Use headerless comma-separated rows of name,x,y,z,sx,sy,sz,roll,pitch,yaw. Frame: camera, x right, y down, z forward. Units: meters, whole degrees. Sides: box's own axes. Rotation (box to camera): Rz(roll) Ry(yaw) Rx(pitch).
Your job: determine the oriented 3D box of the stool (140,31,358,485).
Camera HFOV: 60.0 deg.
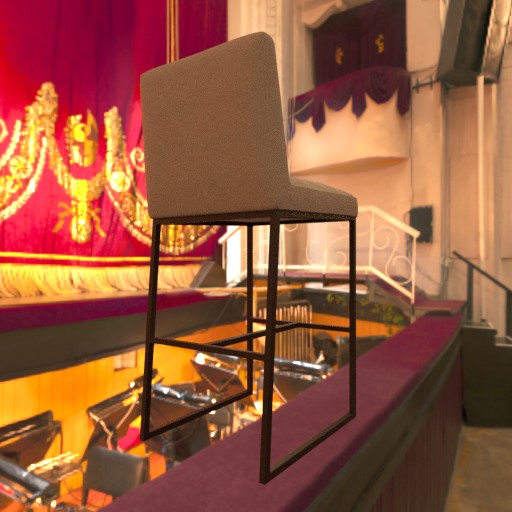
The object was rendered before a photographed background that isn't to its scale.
stool,0.000,0.000,1.376,0.464,1.061,0.573,0,0,35
